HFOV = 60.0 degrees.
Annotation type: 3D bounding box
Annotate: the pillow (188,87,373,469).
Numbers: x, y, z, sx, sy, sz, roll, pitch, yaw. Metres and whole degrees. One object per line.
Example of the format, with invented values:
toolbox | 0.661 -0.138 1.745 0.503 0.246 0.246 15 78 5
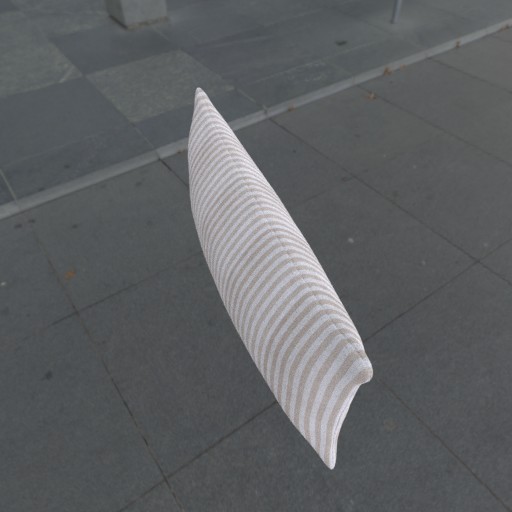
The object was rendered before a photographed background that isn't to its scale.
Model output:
pillow | 0.000 0.000 0.723 0.151 0.295 0.617 -15 49 -14
